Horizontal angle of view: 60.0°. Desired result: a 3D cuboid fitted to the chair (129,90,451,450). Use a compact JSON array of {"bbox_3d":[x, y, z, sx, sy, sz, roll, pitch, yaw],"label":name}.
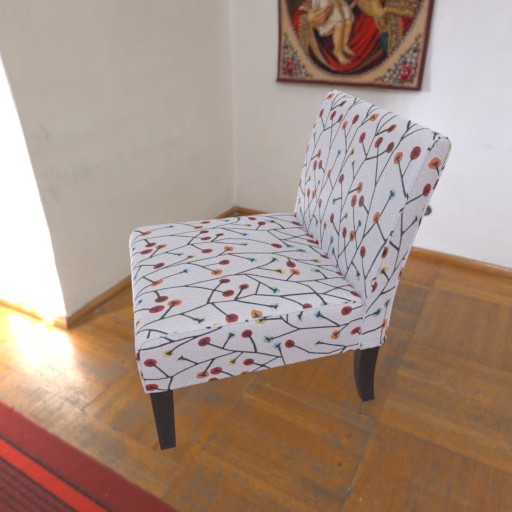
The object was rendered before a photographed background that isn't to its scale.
[{"bbox_3d":[0.000,0.000,1.312,0.732,0.813,0.597,-8,31,-13],"label":"chair"}]
